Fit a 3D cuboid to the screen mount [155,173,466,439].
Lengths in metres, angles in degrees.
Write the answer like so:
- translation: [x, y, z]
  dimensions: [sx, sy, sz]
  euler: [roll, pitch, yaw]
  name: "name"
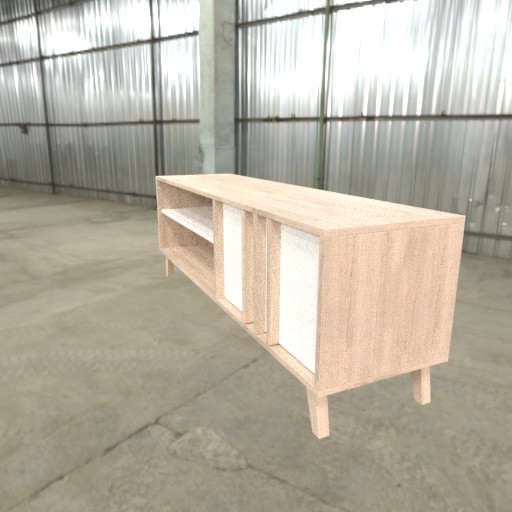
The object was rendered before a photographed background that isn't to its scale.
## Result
- translation: [0.000, 0.000, 1.696]
  dimensions: [0.400, 0.510, 1.500]
  euler: [-7, 16, -24]
  name: "screen mount"
